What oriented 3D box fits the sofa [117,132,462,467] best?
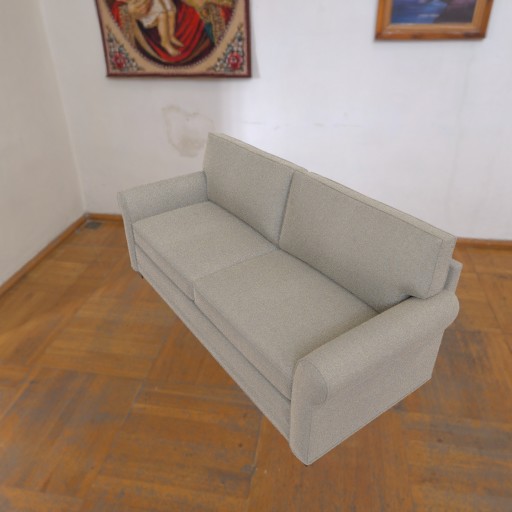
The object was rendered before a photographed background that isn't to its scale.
[{"bbox_3d":[0.000,0.000,2.625,0.901,0.962,2.146,-20,37,-30],"label":"sofa"}]
